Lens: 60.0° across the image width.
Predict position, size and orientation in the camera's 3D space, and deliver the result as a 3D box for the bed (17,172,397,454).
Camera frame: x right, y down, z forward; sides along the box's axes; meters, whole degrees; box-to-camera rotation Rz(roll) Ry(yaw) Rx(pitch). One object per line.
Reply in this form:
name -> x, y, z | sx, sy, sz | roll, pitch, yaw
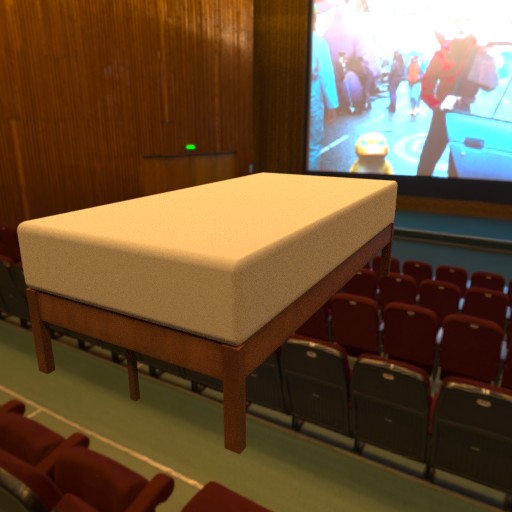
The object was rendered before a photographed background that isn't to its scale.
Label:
bed -> 0.000, 0.000, 2.276 | 0.961, 0.616, 1.902 | 9, 19, 28
